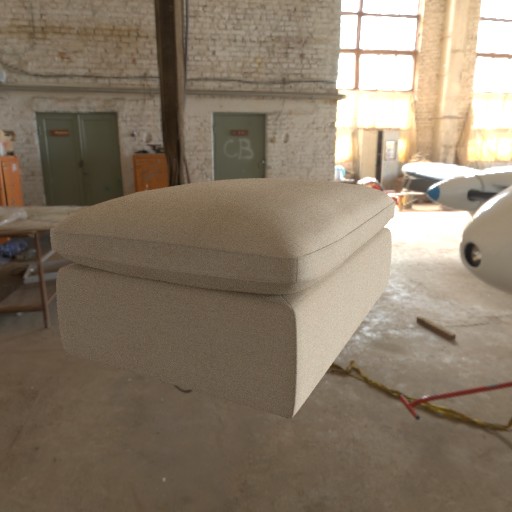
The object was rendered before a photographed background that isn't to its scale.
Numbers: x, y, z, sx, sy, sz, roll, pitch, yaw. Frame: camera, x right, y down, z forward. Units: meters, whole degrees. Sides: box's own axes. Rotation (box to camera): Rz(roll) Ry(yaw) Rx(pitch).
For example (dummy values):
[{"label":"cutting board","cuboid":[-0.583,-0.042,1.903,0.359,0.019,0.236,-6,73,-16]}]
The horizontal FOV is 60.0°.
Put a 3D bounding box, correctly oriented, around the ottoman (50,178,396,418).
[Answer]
[{"label":"ottoman","cuboid":[0.000,0.000,1.370,0.686,0.453,0.984,7,16,26]}]
